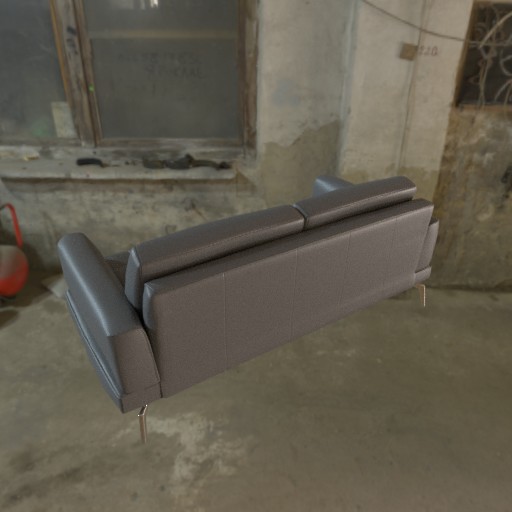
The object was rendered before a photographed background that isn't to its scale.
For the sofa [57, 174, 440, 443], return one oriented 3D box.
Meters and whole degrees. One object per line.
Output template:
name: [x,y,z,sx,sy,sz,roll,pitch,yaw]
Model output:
sofa: [0.000,0.000,2.753,2.177,0.930,1.121,-18,33,-29]
